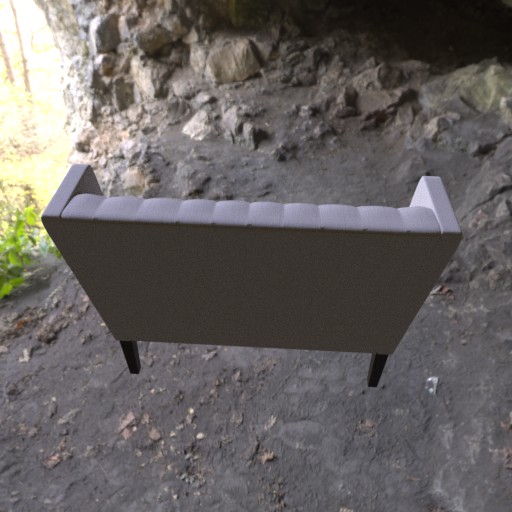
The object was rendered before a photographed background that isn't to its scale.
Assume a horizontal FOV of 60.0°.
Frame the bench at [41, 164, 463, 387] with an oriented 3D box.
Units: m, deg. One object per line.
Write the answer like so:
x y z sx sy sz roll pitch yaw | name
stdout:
0.000 0.000 1.992 1.280 1.123 0.847 2 46 2 | bench
